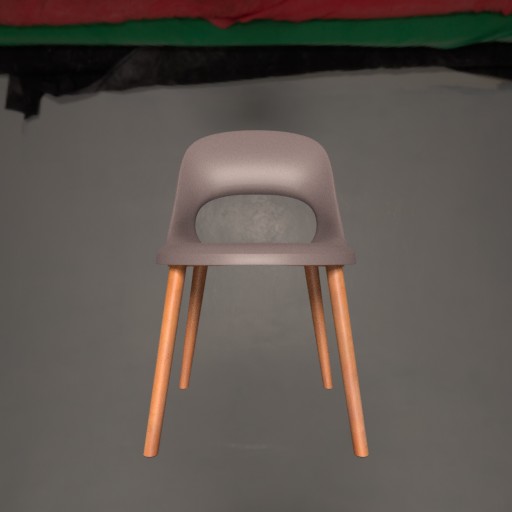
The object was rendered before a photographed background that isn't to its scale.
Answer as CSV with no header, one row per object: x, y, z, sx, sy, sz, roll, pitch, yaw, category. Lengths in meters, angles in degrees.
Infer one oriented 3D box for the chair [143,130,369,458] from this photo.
0.000,0.000,1.133,0.470,0.794,0.556,0,0,0,chair
